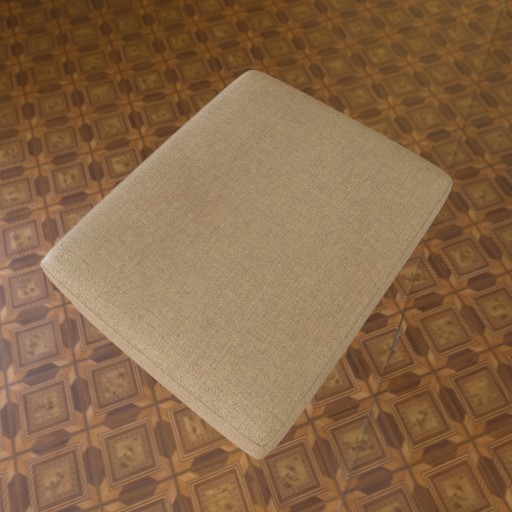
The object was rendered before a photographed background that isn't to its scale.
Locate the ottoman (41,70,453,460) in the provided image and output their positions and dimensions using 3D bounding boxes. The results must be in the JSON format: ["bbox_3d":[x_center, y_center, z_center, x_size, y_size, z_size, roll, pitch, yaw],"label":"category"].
[{"bbox_3d":[0.000,0.000,1.217,0.671,0.490,0.820,34,68,16],"label":"ottoman"}]
